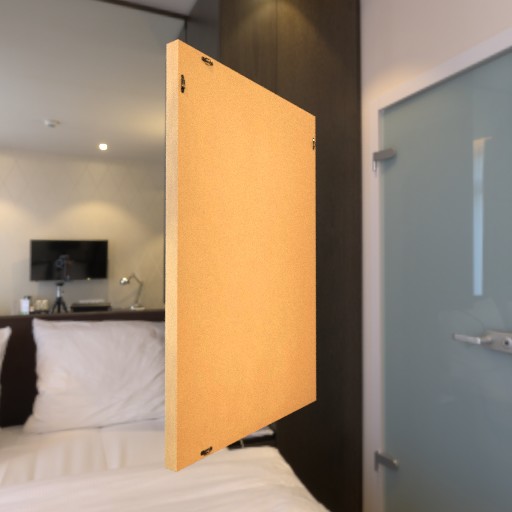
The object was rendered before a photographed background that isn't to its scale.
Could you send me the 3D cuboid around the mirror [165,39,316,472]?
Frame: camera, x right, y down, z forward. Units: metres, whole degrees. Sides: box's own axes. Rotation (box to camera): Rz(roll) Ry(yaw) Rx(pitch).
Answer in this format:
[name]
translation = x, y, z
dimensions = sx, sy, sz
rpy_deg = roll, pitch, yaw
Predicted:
[mirror]
translation = 0.000, 0.000, 1.192
dimensions = 0.041, 0.915, 0.609
rpy_deg = -1, -1, 36
